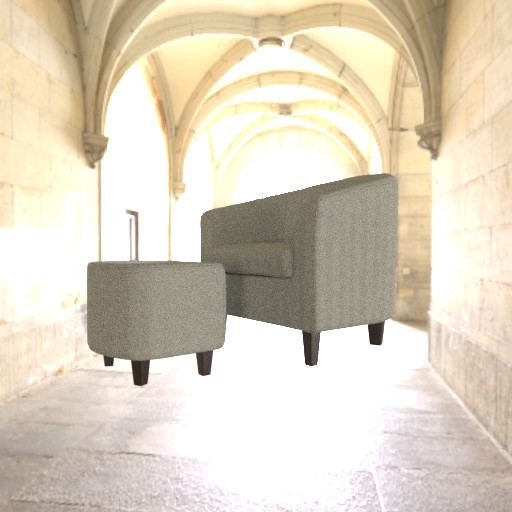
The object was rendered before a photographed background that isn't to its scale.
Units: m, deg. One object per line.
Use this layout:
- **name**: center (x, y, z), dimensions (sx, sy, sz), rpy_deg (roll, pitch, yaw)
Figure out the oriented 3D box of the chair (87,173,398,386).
- **chair**: center (0.000, 0.000, 1.760), dimensions (1.288, 0.757, 0.756), rpy_deg (-1, 1, -37)
